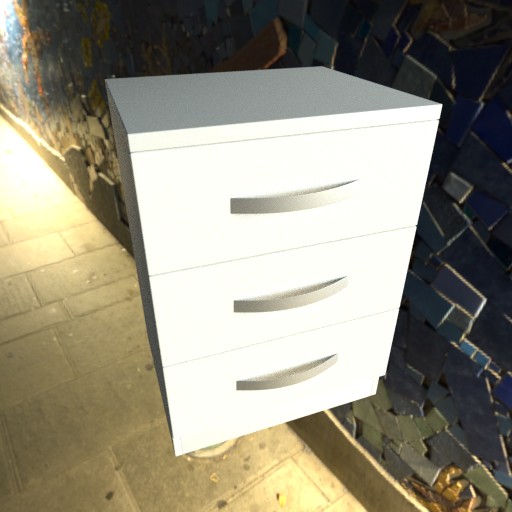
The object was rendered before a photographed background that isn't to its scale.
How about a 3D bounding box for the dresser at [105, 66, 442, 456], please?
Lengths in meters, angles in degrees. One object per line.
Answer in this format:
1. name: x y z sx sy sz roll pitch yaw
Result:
1. dresser: 0.000 0.000 0.790 0.400 0.560 0.360 -11 33 -17
